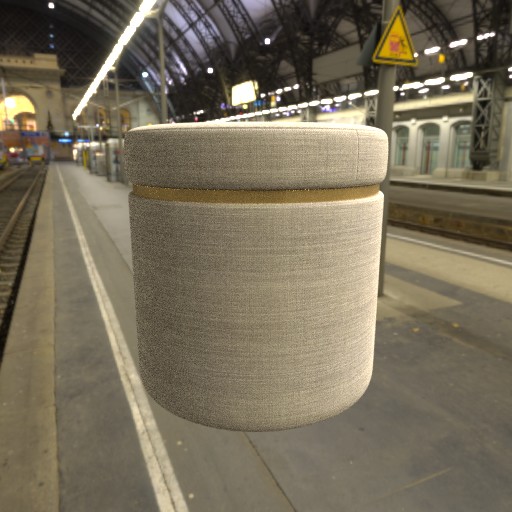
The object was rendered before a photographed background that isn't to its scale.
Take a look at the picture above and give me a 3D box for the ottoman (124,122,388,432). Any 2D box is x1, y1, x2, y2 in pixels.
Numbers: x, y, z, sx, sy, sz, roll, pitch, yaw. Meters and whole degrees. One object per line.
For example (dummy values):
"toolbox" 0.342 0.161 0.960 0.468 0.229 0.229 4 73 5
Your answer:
"ottoman" 0.000 0.000 0.737 0.400 0.406 0.400 0 13 0
